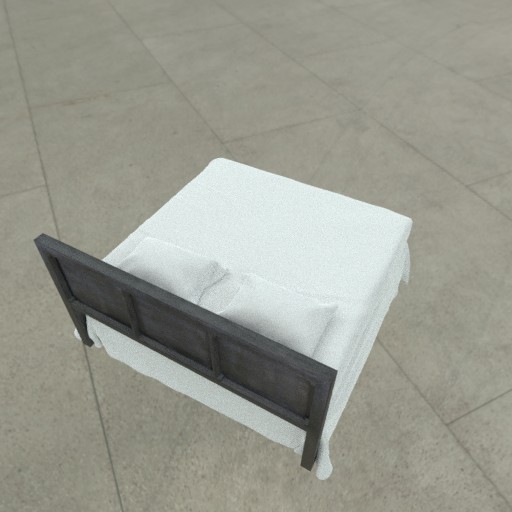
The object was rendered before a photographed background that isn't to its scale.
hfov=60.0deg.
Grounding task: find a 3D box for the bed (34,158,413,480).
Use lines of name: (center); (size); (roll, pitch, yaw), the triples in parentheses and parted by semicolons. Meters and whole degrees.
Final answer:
bed: (0.000, 0.000, 3.491); (2.255, 1.158, 2.165); (22, 49, 20)
